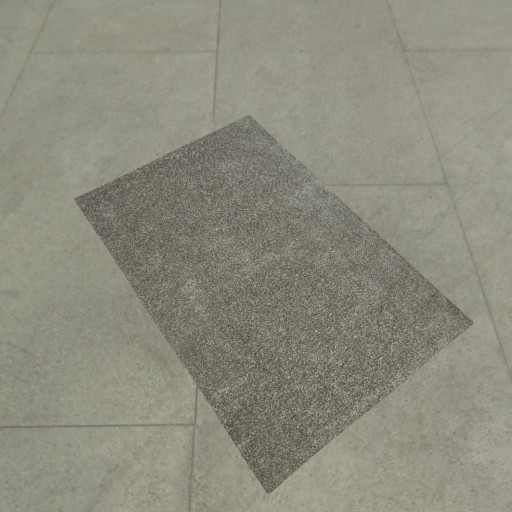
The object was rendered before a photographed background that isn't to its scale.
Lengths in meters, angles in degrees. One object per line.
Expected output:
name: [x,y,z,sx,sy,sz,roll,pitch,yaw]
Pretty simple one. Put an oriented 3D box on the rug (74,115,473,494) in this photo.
rug: [0.000,0.000,3.402,1.802,0.026,2.699,-31,62,-19]
